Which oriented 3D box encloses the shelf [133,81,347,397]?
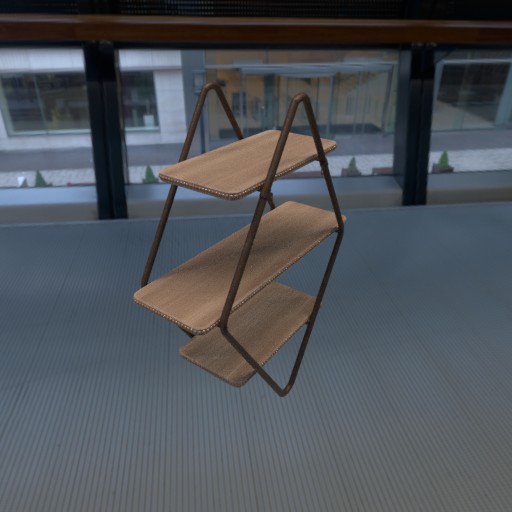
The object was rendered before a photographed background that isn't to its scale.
[{"bbox_3d":[0.000,0.000,1.067,0.234,0.774,0.609,20,36,30],"label":"shelf"}]
